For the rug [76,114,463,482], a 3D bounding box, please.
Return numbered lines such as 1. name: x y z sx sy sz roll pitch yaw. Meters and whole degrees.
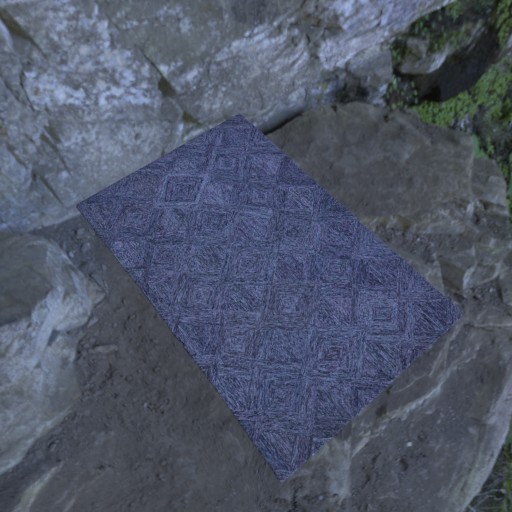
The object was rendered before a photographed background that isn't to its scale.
1. rug: 0.000 0.000 2.276 1.158 0.013 1.752 -35 66 -18
